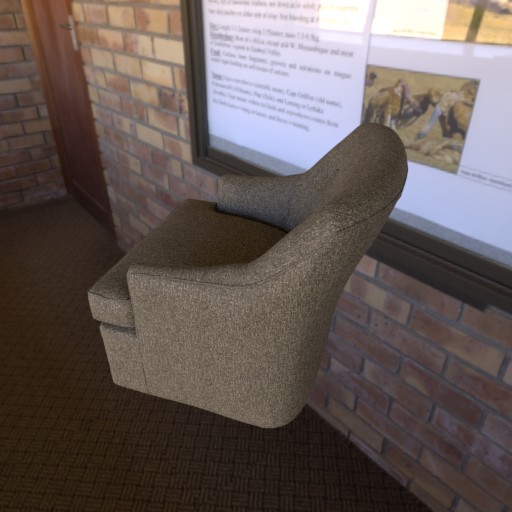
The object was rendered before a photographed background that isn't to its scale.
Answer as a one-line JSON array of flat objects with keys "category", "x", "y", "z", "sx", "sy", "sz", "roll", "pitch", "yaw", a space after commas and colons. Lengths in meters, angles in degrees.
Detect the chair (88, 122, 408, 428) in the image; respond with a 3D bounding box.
[{"category": "chair", "x": 0.000, "y": 0.000, "z": 1.595, "sx": 0.923, "sy": 0.856, "sz": 0.864, "roll": 9, "pitch": 33, "yaw": 15}]
